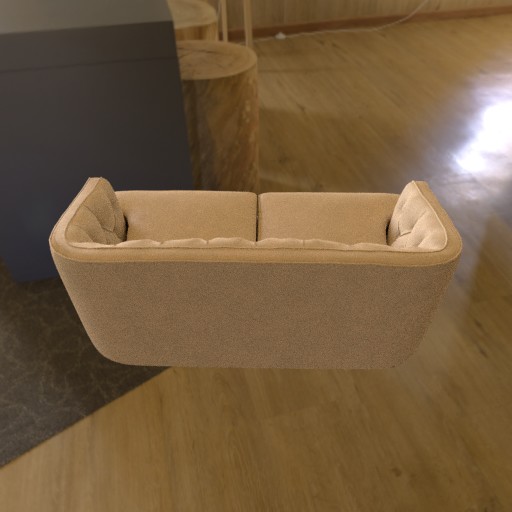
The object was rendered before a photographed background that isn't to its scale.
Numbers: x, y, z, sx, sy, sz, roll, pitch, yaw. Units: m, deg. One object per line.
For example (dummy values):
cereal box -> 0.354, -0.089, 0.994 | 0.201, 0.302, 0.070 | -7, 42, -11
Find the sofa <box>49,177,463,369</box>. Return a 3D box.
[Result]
sofa -> 0.000, 0.000, 2.260 | 1.731, 0.878, 0.940 | 1, 45, 1
